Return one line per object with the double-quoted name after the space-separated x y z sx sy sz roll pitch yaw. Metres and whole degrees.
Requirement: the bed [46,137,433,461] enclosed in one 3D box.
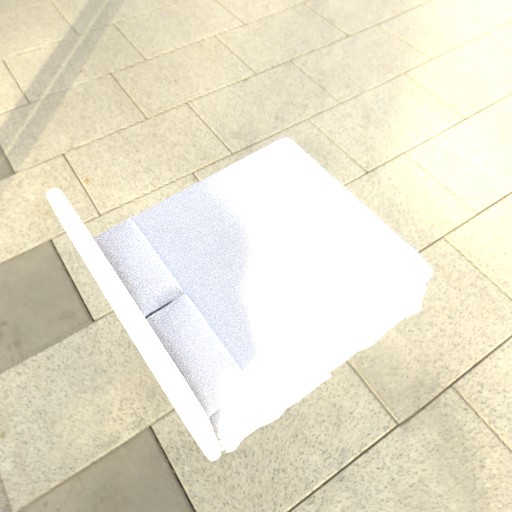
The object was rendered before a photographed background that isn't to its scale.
0.000 0.000 3.671 2.341 1.317 2.119 -32 63 -18 "bed"
